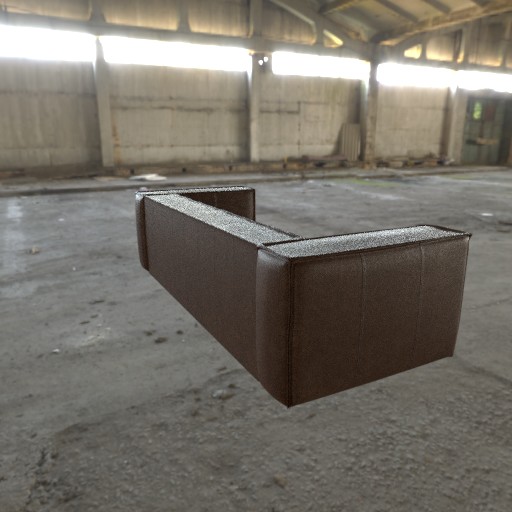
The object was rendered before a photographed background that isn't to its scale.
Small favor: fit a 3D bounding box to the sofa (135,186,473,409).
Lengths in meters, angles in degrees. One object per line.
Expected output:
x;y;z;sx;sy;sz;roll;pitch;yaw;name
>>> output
0.000;0.000;3.068;1.102;0.701;2.581;-8;17;-27;sofa
